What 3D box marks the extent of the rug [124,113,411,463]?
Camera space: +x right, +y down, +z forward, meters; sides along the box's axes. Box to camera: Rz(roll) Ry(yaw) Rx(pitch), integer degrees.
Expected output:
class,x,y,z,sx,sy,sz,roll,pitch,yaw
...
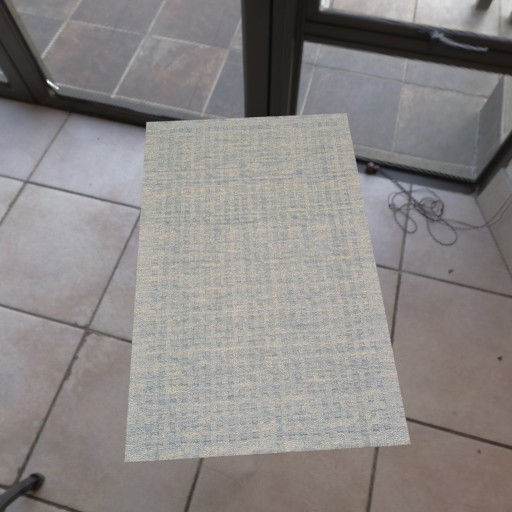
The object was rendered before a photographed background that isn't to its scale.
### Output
class,x,y,z,sx,sy,sz,roll,pitch,yaw
rug,0.000,0.000,2.147,1.142,0.006,1.752,-3,64,-1
